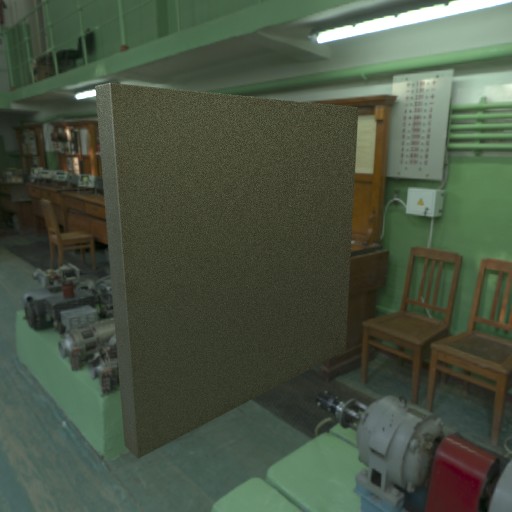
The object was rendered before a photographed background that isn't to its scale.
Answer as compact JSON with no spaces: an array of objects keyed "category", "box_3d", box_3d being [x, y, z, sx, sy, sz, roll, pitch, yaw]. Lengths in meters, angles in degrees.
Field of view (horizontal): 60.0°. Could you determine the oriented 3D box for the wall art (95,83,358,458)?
[{"category":"wall art","box_3d":[0.000,0.000,0.755,0.503,0.506,0.040,-13,19,-42]}]
